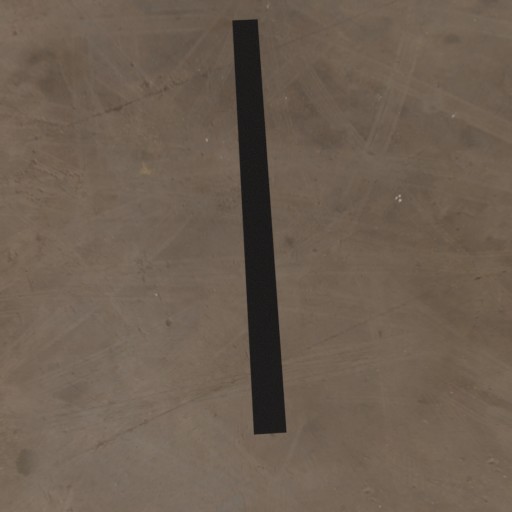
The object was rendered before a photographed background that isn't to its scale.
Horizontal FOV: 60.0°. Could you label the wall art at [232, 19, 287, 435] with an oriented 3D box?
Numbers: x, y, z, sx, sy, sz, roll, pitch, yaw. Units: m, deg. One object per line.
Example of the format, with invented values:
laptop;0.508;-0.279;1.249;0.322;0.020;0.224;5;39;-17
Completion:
wall art;0.000;0.000;0.691;0.030;0.458;0.462;-3;75;-1
